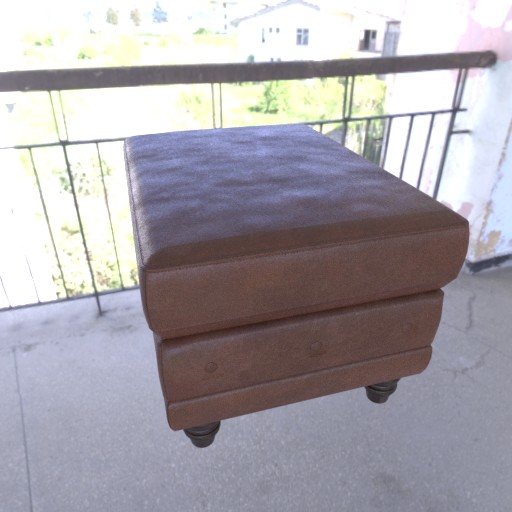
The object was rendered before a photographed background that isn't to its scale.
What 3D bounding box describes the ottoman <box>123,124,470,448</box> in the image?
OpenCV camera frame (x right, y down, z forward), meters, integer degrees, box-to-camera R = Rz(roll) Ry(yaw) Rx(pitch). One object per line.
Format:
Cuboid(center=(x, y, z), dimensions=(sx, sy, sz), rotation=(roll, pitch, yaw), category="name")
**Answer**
Cuboid(center=(0.000, 0.000, 1.146), dimensions=(0.588, 0.509, 0.795), rotation=(-8, 30, -14), category="ottoman")
